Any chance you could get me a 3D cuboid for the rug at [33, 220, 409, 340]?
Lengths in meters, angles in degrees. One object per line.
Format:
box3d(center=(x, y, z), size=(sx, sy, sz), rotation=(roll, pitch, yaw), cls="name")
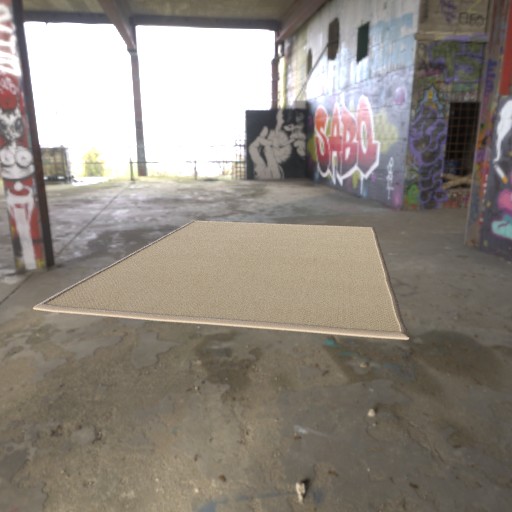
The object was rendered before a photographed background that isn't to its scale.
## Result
box3d(center=(0.000, 0.000, 2.698), size=(1.525, 0.020, 2.081), rotation=(3, 15, 11), cls="rug")
